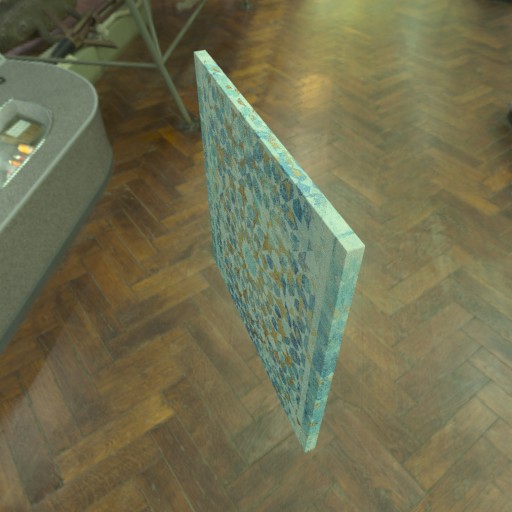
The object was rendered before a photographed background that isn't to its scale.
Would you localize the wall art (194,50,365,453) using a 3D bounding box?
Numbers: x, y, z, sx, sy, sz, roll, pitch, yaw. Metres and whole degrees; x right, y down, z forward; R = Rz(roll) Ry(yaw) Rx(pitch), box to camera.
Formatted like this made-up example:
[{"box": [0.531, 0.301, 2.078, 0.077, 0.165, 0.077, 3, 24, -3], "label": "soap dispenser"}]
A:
[{"box": [0.000, 0.000, 1.382, 0.040, 0.916, 0.916, -16, 48, -15], "label": "wall art"}]
